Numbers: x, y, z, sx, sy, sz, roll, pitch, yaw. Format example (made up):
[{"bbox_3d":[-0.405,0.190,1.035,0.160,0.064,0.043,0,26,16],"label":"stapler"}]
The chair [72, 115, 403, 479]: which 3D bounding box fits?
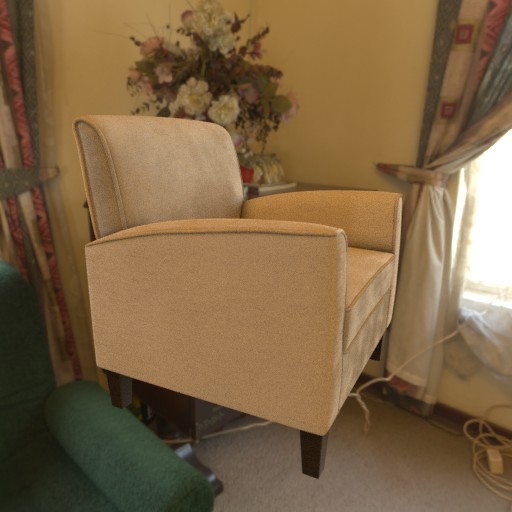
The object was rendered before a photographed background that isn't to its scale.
[{"bbox_3d":[0.000,0.000,1.501,0.821,0.915,0.820,7,16,26],"label":"chair"}]
